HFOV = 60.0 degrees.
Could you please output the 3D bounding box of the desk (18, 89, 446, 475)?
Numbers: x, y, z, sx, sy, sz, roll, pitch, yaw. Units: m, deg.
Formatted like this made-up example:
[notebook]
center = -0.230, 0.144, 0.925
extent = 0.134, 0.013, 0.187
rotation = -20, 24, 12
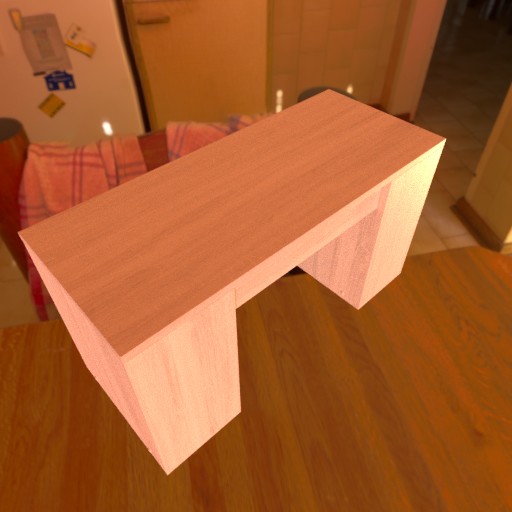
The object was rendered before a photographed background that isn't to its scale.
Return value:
[desk]
center = 0.000, 0.000, 1.741
extent = 1.390, 0.740, 0.600
rotation = -33, 54, -29
